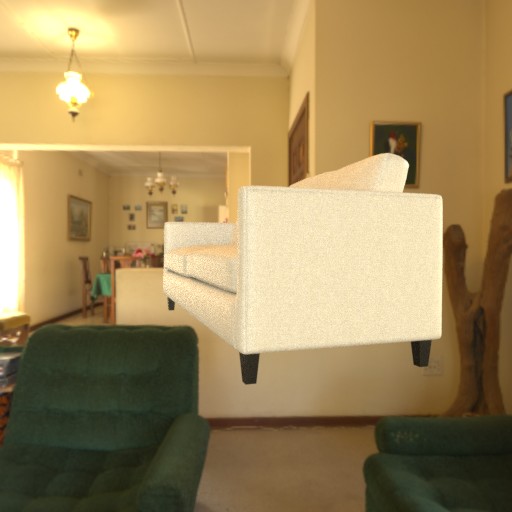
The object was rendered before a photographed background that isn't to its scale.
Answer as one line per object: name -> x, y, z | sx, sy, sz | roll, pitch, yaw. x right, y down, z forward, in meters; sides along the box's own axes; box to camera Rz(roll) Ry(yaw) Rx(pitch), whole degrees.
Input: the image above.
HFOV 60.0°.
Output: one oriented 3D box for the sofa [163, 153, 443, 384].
sofa -> 0.000, 0.000, 2.927 | 0.948, 0.965, 2.434 | 0, 1, -19
